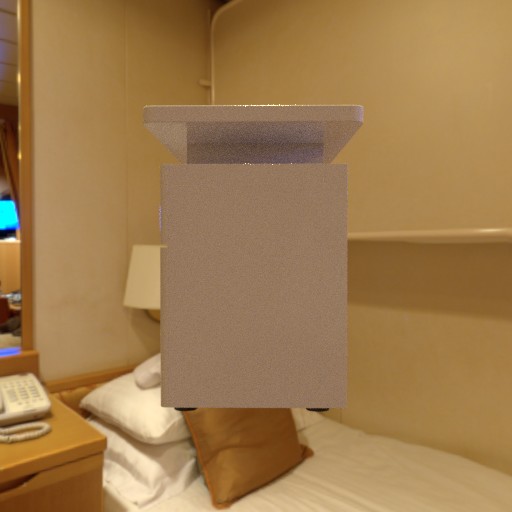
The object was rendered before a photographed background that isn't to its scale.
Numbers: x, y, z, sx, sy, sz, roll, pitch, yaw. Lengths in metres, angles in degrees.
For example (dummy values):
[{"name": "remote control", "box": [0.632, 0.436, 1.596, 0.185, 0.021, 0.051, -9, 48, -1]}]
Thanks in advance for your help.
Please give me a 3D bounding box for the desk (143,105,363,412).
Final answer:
[{"name": "desk", "box": [0.000, 0.000, 1.787, 0.550, 0.762, 1.400, 0, 1, 1]}]
